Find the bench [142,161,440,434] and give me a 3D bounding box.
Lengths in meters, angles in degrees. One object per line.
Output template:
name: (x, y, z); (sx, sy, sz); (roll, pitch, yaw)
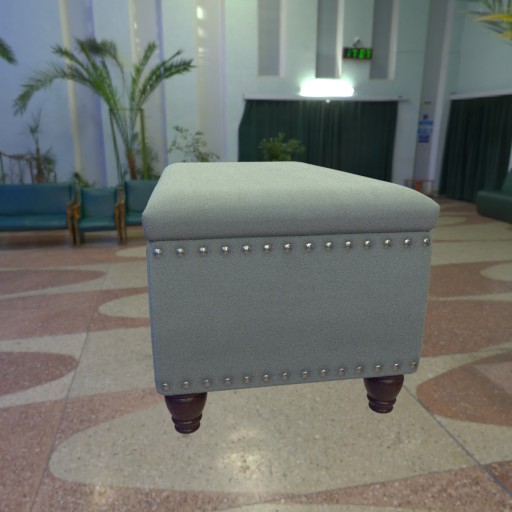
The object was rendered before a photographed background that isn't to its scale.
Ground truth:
bench: (0.000, 0.000, 1.186); (0.500, 0.449, 0.887); (-2, 15, -9)
